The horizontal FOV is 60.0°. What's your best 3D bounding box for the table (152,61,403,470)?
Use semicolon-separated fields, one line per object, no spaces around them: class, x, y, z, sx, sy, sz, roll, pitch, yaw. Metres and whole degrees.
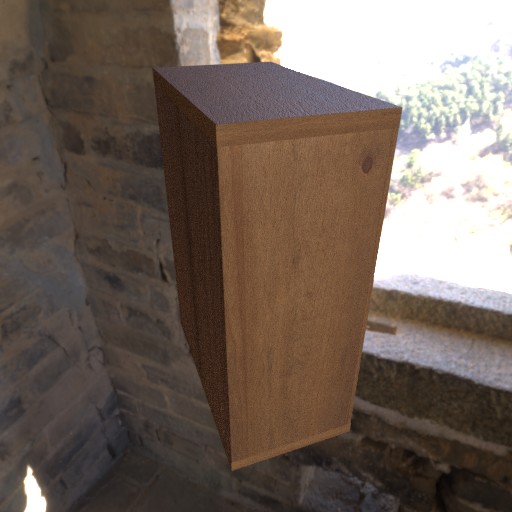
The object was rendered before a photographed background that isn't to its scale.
table;0.000;0.000;1.757;0.524;1.294;0.901;-11;33;-17
